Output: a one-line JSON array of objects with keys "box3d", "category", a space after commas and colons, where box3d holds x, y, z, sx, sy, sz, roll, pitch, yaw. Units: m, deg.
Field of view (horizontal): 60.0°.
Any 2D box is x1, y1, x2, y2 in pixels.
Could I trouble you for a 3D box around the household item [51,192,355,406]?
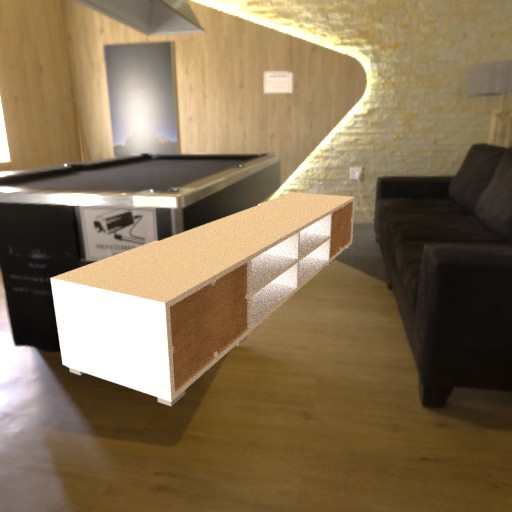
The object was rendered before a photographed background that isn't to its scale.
[{"box3d": [0.000, 0.000, 2.044, 0.420, 0.310, 1.850, 8, 19, 26], "category": "household item"}]
